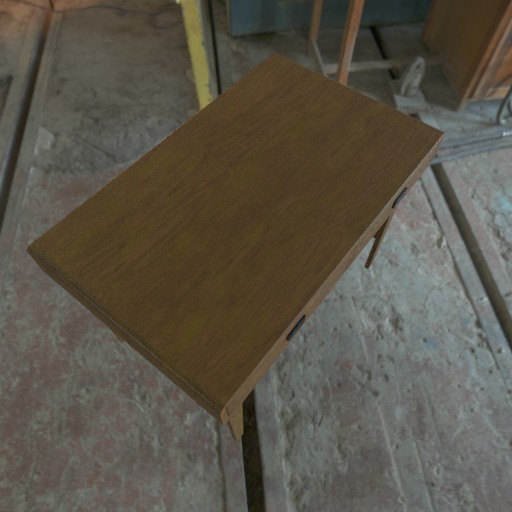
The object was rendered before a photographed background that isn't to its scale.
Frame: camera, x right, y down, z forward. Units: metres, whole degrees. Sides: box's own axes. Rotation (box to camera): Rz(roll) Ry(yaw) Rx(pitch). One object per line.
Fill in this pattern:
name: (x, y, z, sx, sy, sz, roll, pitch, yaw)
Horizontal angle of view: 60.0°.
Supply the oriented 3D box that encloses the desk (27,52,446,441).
desk: (0.000, 0.000, 1.563, 0.660, 0.754, 1.066, 34, 64, 19)
